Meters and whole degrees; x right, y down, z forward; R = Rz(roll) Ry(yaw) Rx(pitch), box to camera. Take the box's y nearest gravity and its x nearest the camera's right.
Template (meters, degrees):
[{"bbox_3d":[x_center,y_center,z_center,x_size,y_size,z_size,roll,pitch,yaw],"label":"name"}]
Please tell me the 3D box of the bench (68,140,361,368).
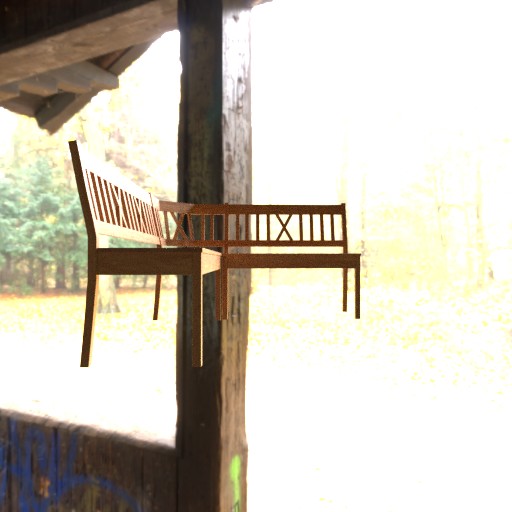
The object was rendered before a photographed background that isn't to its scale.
[{"bbox_3d":[0.000,0.000,2.740,1.537,0.902,1.937,0,-1,-1],"label":"bench"}]
